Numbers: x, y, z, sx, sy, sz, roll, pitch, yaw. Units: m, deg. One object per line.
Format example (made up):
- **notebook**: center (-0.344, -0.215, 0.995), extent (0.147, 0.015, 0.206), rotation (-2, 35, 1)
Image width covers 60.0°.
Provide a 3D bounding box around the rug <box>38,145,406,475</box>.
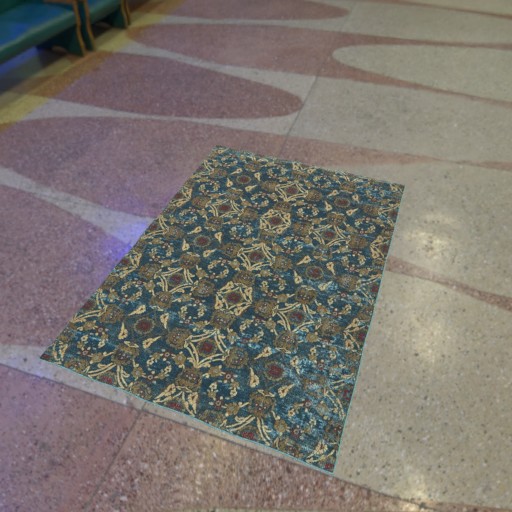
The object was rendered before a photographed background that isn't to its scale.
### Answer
- **rug**: center (0.000, 0.000, 2.815), extent (1.567, 0.014, 2.207), rotation (15, 48, 15)
